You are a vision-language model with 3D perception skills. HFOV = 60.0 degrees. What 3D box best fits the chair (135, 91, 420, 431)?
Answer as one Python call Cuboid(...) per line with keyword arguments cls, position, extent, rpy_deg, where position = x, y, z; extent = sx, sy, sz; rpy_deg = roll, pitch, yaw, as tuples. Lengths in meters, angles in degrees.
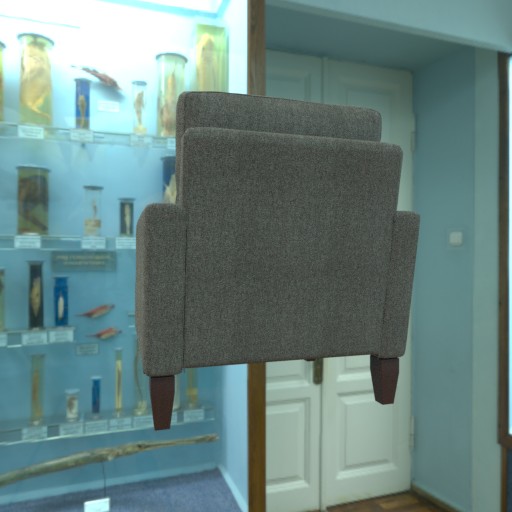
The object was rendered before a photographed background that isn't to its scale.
Cuboid(cls="chair", position=(0.000, 0.000, 1.662), extent=(0.855, 0.993, 0.897), rpy_deg=(0, 0, -17))
